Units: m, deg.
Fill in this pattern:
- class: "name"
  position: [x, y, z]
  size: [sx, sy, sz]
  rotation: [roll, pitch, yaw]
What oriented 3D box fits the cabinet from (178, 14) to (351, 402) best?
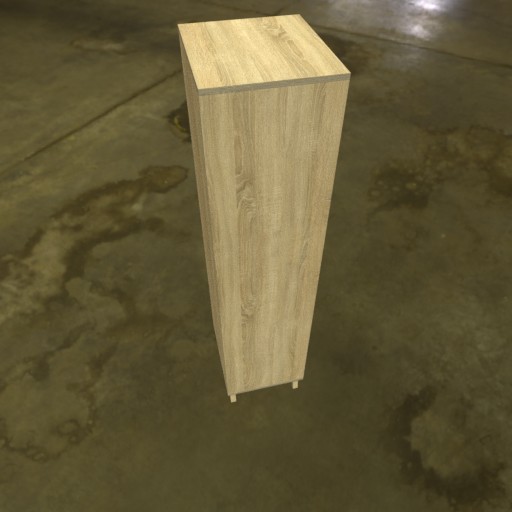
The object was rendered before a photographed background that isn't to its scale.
- class: "cabinet"
  position: [0.000, 0.000, 2.141]
  size: [0.450, 1.960, 0.510]
  rotation: [-10, 47, -9]
